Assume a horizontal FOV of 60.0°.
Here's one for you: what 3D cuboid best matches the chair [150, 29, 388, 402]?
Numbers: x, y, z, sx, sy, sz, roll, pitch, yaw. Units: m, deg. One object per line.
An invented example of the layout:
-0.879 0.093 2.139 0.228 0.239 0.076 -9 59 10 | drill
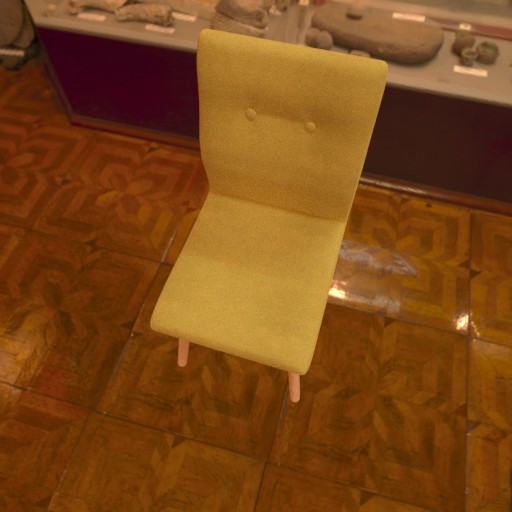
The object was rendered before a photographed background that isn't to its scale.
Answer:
0.000 0.000 1.264 0.450 0.965 0.550 15 59 9 | chair
